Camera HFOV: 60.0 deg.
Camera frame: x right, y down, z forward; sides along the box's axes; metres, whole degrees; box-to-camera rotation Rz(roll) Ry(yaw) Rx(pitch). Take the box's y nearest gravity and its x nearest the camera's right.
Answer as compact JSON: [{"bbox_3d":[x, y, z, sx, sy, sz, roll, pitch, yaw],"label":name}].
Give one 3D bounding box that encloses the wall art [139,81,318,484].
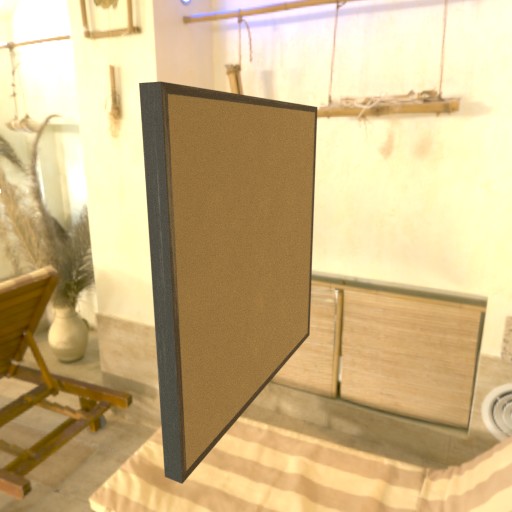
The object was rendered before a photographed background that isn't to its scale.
[{"bbox_3d":[0.000,0.000,1.131,0.043,0.758,0.762,7,17,25],"label":"wall art"}]
